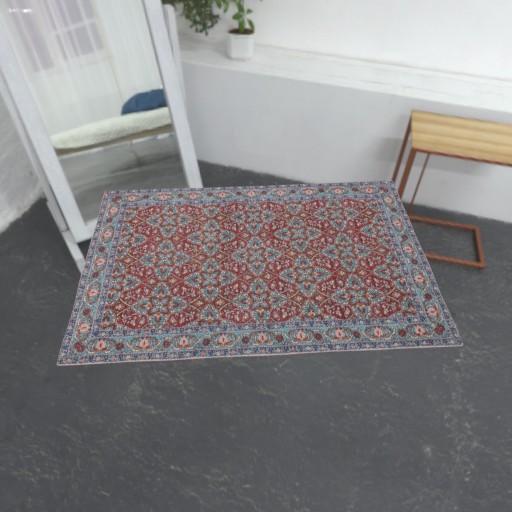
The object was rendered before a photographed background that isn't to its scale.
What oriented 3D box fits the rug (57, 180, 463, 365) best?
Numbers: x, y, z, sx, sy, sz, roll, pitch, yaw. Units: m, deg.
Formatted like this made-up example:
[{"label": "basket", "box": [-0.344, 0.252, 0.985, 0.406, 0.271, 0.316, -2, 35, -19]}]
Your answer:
[{"label": "rug", "box": [0.000, 0.000, 2.397, 1.829, 0.009, 1.219, -2, 47, -2]}]
